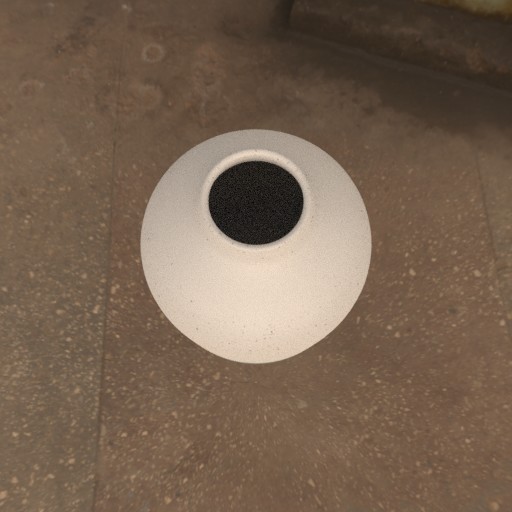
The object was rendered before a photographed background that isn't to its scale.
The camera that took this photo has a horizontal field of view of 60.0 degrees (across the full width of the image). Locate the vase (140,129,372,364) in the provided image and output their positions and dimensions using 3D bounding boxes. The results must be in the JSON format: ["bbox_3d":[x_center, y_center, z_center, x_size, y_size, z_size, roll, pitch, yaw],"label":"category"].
[{"bbox_3d":[0.000,0.000,0.365,0.169,0.240,0.169,0,74,0],"label":"vase"}]
